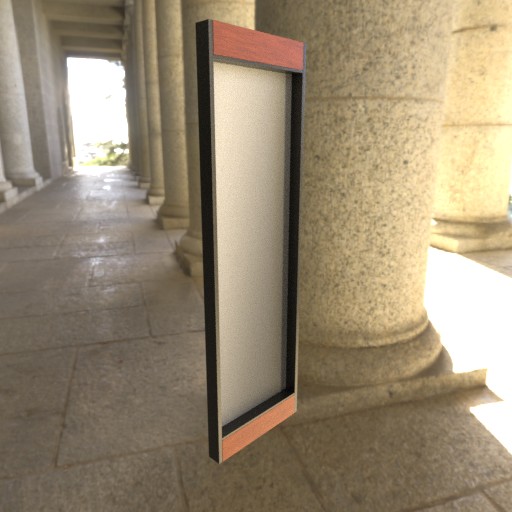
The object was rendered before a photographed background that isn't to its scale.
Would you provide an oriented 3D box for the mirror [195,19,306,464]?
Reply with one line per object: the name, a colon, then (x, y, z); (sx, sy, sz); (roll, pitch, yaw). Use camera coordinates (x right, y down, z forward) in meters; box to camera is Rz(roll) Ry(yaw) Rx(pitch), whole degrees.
mirror: (0.000, 0.000, 1.225); (0.047, 1.123, 0.343); (14, 20, 42)
